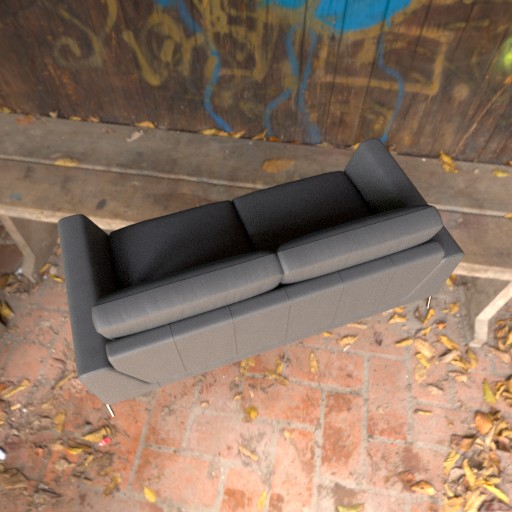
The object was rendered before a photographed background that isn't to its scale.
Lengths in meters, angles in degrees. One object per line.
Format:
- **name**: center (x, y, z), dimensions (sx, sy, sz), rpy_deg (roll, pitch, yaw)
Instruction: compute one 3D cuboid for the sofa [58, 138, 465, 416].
- **sofa**: center (0.000, 0.000, 2.515), dimensions (2.017, 0.875, 0.953), rpy_deg (-16, 58, -11)
